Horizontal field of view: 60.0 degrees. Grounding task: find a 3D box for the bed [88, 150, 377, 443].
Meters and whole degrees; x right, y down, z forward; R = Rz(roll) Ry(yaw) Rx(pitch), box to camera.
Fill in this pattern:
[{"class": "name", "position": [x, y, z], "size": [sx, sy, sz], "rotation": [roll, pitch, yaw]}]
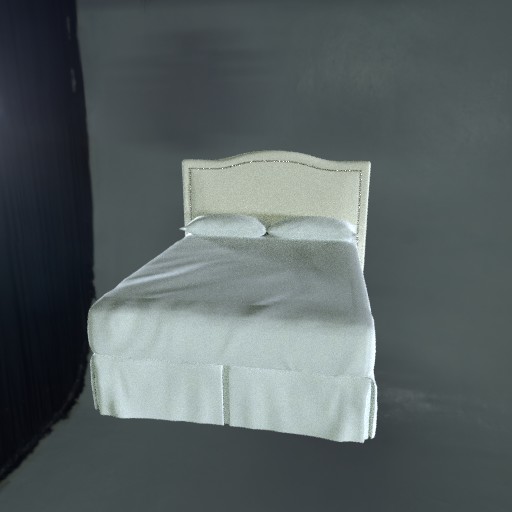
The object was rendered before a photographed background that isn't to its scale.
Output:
[{"class": "bed", "position": [0.000, 0.000, 3.326], "size": [1.753, 1.460, 2.143], "rotation": [3, 16, 9]}]
